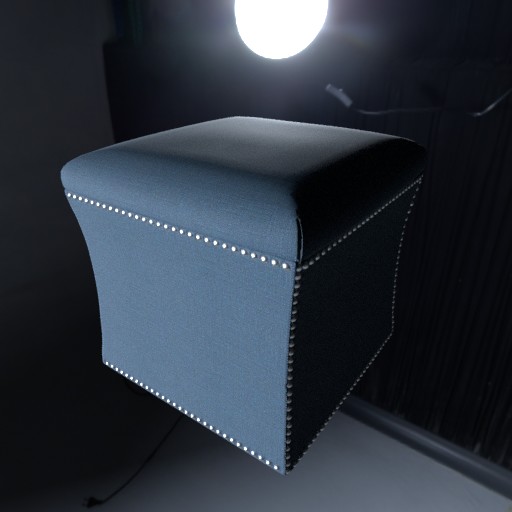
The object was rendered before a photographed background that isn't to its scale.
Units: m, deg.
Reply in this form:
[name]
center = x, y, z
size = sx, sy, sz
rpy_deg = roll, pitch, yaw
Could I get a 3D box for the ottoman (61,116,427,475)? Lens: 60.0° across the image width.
[ottoman]
center = 0.000, 0.000, 0.893
size = 0.497, 0.475, 0.507
rpy_deg = 18, 32, 31
